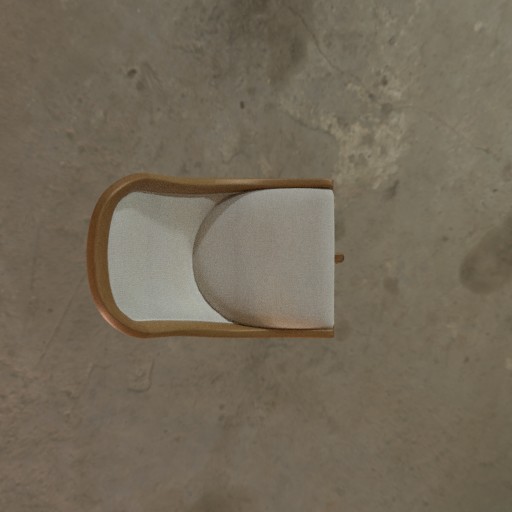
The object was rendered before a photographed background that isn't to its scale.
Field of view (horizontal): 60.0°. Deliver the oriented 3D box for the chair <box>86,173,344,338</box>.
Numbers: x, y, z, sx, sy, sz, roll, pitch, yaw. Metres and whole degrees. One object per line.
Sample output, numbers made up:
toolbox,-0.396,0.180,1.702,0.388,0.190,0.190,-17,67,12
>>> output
chair,0.000,0.000,1.547,0.811,1.009,0.702,0,89,0
